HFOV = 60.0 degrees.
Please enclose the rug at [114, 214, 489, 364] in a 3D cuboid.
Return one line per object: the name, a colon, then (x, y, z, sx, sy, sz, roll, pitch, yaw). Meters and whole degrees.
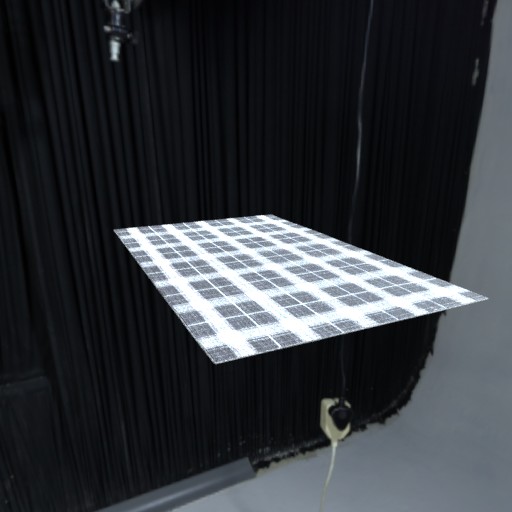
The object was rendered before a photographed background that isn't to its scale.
rug: (0.000, 0.000, 3.031, 1.520, 0.015, 2.434, -8, 18, -24)
